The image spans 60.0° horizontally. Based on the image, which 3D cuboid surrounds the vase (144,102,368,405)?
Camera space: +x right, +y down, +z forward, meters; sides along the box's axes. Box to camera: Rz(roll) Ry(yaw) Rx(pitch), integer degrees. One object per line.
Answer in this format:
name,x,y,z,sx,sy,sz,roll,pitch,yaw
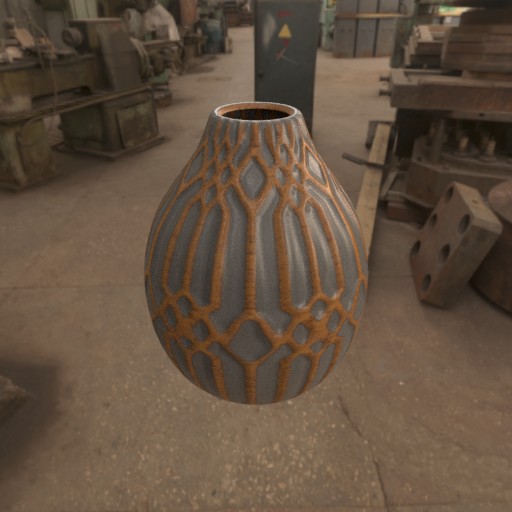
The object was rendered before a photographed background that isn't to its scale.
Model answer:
vase,0.000,0.000,0.137,0.069,0.088,0.069,0,31,0
